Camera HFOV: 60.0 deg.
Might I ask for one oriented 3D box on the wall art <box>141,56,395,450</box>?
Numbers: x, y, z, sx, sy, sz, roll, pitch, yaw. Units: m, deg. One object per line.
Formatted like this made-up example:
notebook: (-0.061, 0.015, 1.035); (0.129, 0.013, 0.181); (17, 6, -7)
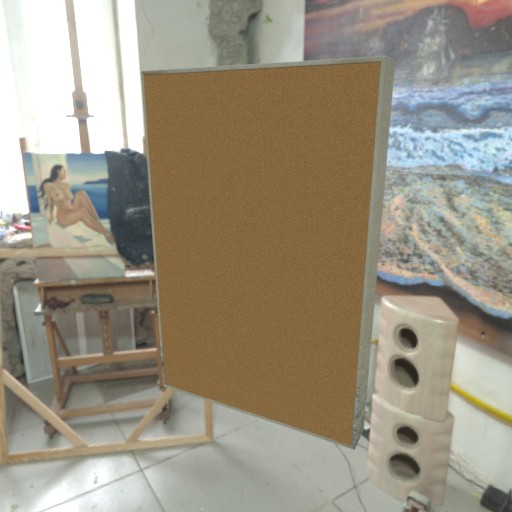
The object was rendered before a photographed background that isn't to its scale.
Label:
wall art: (0.000, 0.000, 0.482); (0.254, 0.381, 0.038); (9, 19, 26)
